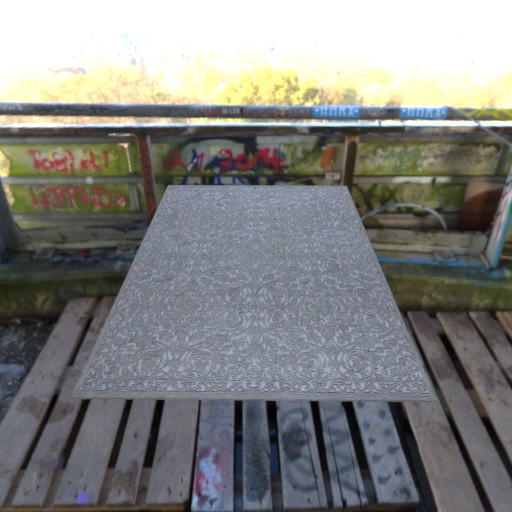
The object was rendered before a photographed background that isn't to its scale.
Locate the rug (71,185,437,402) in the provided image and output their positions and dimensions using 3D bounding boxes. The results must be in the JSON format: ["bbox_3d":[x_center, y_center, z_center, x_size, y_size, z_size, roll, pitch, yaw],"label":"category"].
[{"bbox_3d":[0.000,0.000,2.254,1.221,0.006,1.827,0,32,1],"label":"rug"}]
